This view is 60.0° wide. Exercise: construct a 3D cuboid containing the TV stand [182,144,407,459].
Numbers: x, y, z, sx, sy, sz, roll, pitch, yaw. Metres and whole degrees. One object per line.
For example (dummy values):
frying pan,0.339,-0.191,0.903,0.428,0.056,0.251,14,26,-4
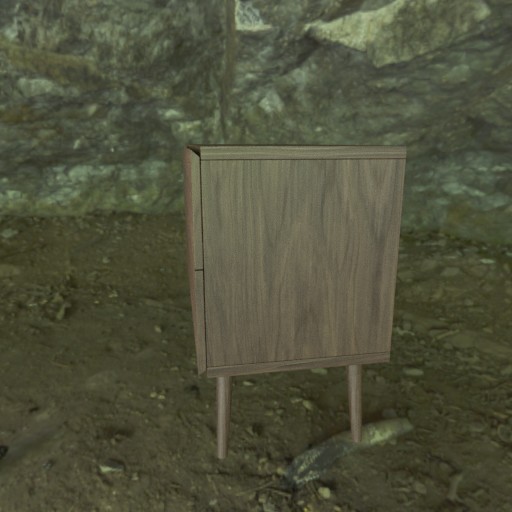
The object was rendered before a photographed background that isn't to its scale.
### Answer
TV stand,0.000,0.000,1.355,0.405,0.660,0.990,-3,15,-10
